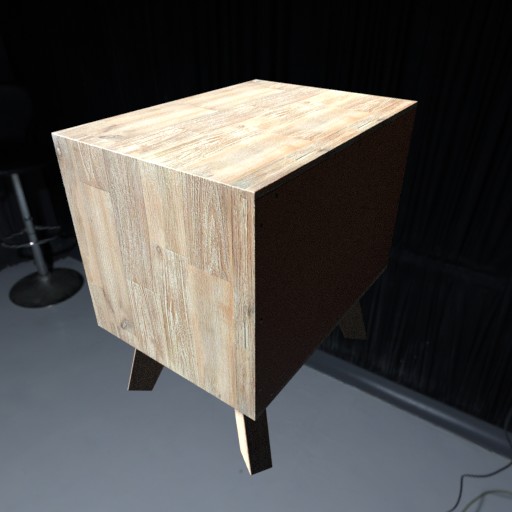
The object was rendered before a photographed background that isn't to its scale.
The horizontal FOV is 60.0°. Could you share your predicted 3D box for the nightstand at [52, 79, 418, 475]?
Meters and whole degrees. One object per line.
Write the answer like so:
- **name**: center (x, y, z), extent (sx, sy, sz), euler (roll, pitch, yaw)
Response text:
- **nightstand**: center (0.000, 0.000, 0.944), extent (0.396, 0.589, 0.552), euler (21, 37, 30)
